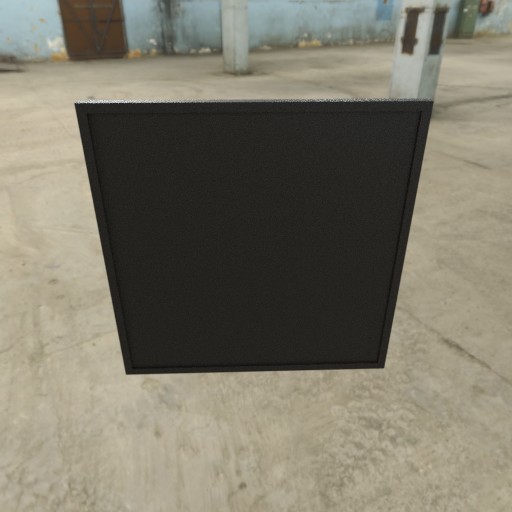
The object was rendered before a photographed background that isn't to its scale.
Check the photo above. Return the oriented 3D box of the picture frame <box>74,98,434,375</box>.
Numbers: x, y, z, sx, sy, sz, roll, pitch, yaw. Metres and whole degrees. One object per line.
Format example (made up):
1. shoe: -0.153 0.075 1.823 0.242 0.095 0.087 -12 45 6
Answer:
1. picture frame: 0.000 0.000 1.155 0.775 0.775 0.032 -1 29 -2
